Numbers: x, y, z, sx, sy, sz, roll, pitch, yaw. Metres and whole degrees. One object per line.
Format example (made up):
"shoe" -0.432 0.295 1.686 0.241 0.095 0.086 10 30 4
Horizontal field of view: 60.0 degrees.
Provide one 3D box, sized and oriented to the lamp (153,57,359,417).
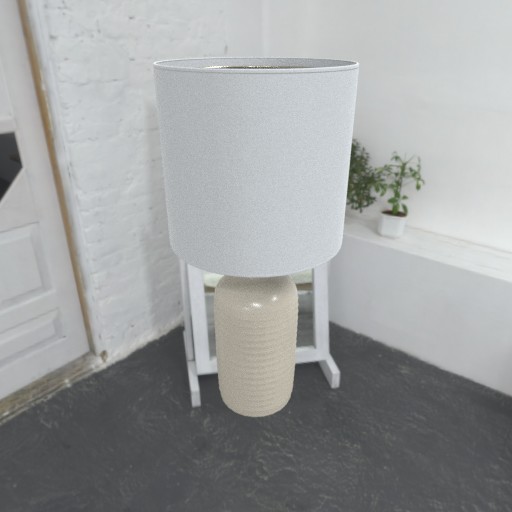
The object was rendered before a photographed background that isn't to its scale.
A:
"lamp" 0.000 0.000 0.591 0.220 0.475 0.220 8 28 15
